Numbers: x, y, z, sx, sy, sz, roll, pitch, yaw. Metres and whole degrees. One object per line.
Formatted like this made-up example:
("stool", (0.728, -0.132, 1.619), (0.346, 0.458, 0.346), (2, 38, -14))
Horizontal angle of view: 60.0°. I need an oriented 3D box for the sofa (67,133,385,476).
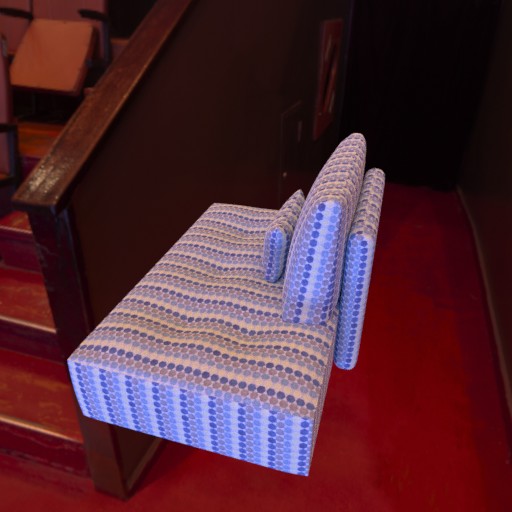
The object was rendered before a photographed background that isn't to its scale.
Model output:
("sofa", (0.000, 0.000, 1.973), (1.000, 0.820, 1.450), (9, 32, 14))
